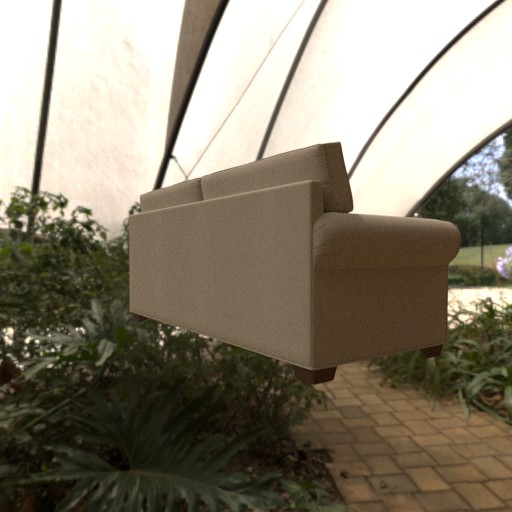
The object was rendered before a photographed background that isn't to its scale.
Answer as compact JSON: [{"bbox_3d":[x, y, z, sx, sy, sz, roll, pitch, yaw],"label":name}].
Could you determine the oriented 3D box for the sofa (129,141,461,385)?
[{"bbox_3d":[0.000,0.000,2.717,0.901,0.962,2.146,0,1,-35],"label":"sofa"}]
